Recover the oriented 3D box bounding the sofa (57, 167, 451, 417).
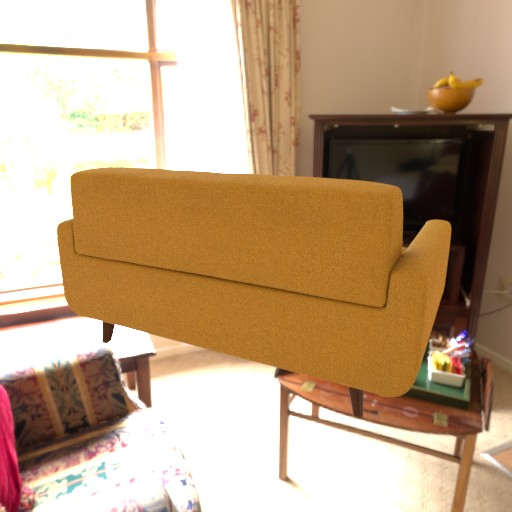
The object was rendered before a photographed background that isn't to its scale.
[{"bbox_3d":[0.000,0.000,2.110,1.631,0.841,0.909,8,18,26],"label":"sofa"}]
